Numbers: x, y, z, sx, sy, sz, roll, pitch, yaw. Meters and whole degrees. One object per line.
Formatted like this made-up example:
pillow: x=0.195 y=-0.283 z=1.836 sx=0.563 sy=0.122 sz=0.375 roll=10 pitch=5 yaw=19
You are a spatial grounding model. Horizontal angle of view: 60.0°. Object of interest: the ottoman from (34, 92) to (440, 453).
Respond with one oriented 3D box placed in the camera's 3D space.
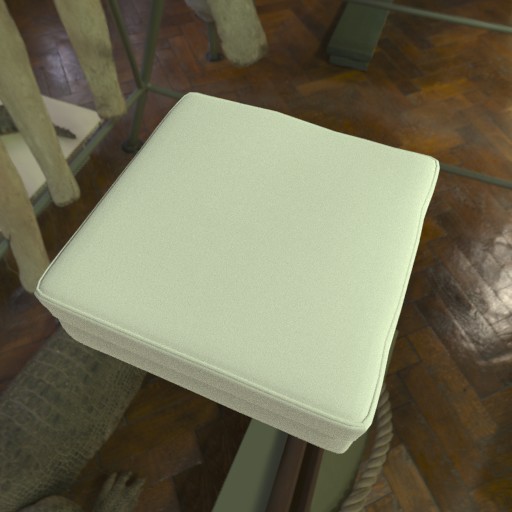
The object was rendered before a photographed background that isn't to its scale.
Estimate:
ottoman: x=0.000 y=0.000 z=1.321 sx=0.838 sy=0.479 sz=0.838 roll=19 pitch=59 yaw=12
